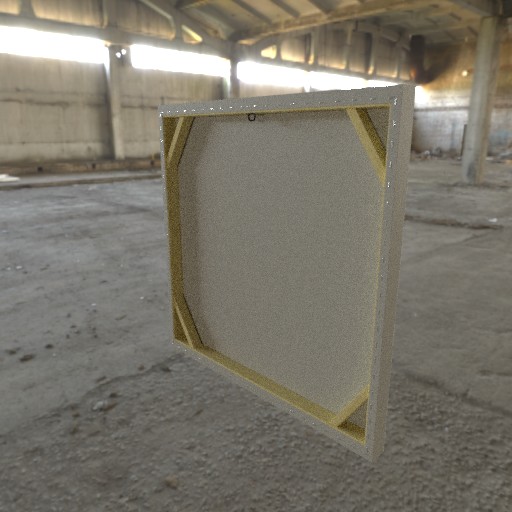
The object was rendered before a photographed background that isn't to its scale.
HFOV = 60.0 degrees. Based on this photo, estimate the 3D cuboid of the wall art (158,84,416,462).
[{"bbox_3d":[0.000,0.000,0.904,0.038,0.610,0.610,-14,21,-42],"label":"wall art"}]
